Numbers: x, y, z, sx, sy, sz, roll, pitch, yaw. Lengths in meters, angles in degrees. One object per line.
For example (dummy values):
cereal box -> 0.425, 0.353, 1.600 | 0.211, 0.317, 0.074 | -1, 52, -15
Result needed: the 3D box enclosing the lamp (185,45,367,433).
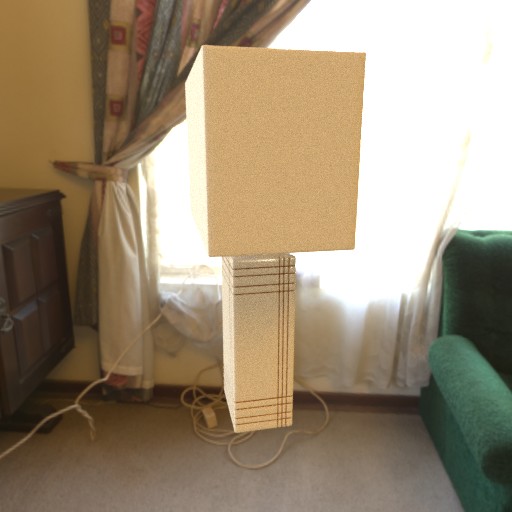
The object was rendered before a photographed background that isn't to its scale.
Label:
lamp -> 0.000, 0.000, 0.697 | 0.182, 0.543, 0.334 | -3, 15, -11
